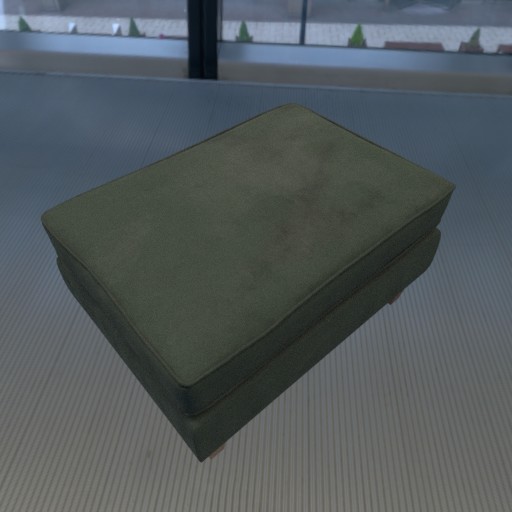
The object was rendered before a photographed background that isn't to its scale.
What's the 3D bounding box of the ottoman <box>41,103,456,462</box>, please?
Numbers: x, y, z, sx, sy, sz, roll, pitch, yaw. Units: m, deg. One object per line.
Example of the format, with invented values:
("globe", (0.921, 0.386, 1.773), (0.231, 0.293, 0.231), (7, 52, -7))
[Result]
("ottoman", (0.000, 0.000, 1.220), (0.864, 0.495, 0.632), (-32, 54, -27))
